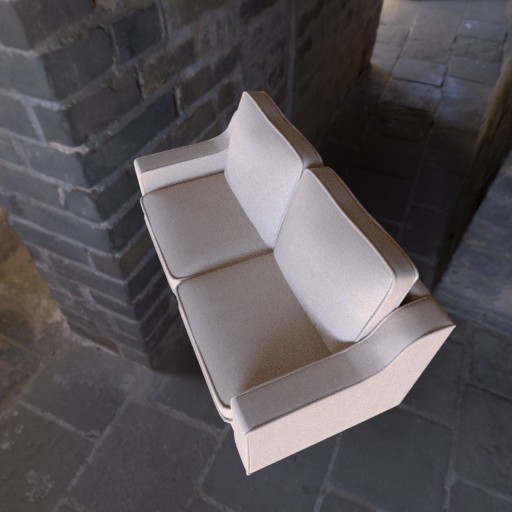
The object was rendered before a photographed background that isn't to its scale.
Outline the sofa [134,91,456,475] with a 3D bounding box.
[{"bbox_3d":[0.000,0.000,3.422,1.351,1.562,2.587,-18,51,-15],"label":"sofa"}]
